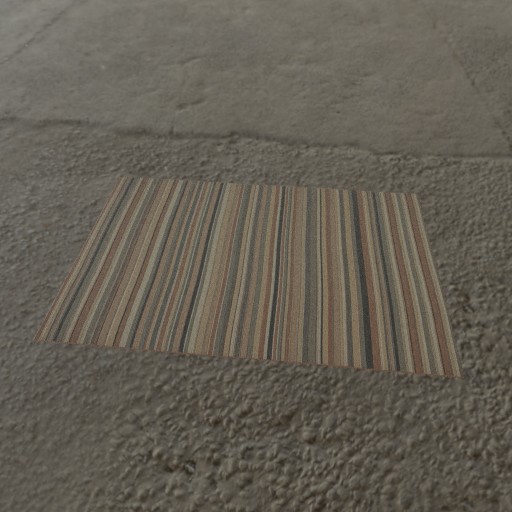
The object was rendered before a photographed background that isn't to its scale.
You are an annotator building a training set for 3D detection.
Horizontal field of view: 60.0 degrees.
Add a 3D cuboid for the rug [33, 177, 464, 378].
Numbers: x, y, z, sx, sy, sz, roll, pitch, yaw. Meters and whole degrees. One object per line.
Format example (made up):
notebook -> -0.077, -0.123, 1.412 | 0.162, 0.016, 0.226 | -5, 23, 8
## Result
rug -> 0.000, 0.000, 2.288 | 1.829, 0.008, 1.219 | 4, 46, 4
